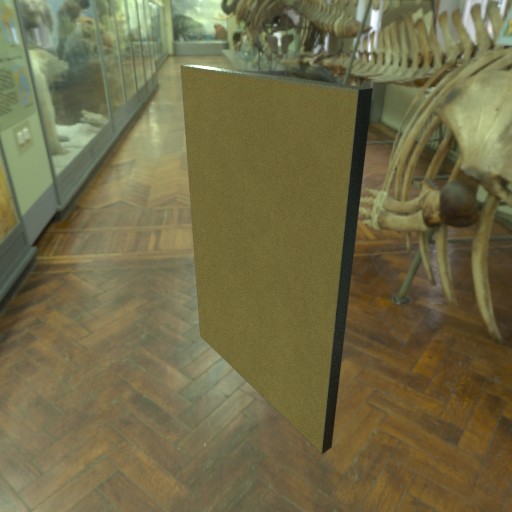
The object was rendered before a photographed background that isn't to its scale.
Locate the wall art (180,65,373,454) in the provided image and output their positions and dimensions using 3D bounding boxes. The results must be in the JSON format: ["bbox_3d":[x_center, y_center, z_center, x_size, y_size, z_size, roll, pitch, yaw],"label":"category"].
[{"bbox_3d":[0.000,0.000,0.597,0.019,0.455,0.314,-19,33,-32],"label":"wall art"}]
